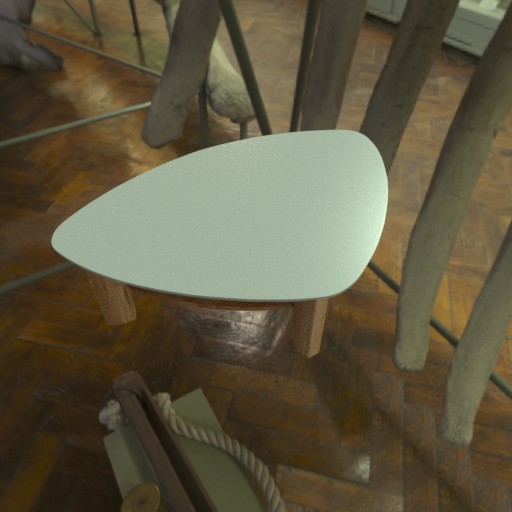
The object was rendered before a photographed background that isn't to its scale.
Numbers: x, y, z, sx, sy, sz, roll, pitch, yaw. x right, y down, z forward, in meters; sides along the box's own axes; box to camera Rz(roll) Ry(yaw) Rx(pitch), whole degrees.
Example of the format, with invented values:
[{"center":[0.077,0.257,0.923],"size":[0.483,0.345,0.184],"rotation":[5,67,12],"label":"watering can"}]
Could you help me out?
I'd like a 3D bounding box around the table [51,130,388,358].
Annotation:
[{"center":[0.000,0.000,1.637],"size":[1.250,0.440,0.850],"rotation":[-23,50,-21],"label":"table"}]
